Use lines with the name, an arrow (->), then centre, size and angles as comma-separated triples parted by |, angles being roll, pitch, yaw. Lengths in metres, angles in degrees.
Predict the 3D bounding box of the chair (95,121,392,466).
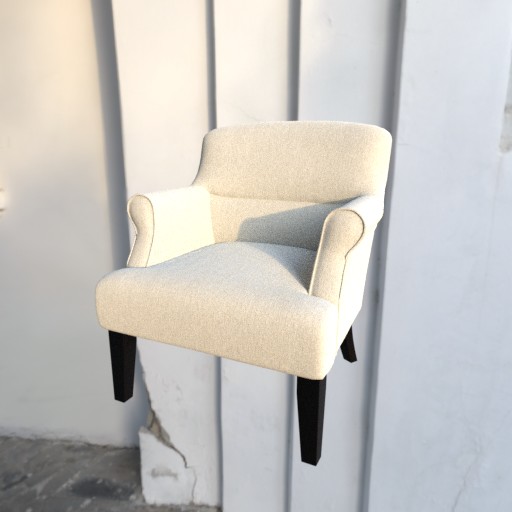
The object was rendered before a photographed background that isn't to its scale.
chair -> 0.000, 0.000, 1.463 | 0.781, 0.875, 0.750 | 7, 16, 25
